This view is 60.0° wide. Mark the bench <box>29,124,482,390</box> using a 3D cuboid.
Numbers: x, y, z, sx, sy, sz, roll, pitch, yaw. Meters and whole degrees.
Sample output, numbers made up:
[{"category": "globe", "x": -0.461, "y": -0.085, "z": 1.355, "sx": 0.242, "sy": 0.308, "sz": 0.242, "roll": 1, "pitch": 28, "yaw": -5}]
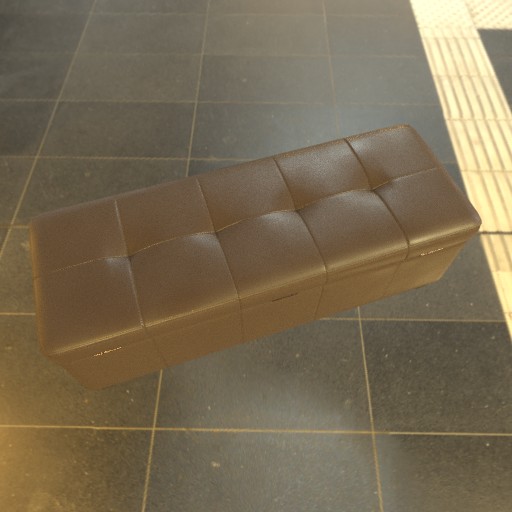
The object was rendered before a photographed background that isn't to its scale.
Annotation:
[{"category": "bench", "x": 0.000, "y": 0.000, "z": 1.402, "sx": 1.219, "sy": 0.417, "sz": 0.450, "roll": -16, "pitch": 60, "yaw": -10}]
